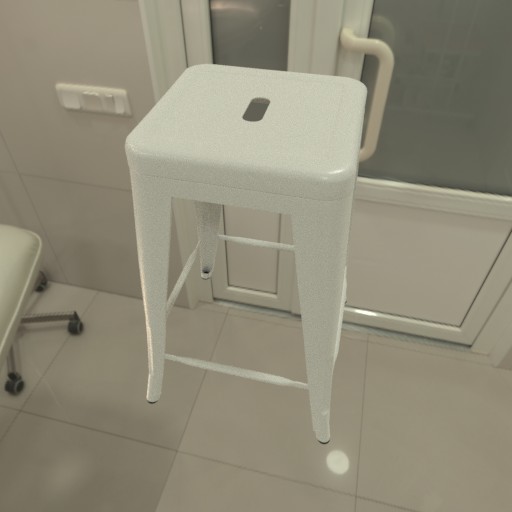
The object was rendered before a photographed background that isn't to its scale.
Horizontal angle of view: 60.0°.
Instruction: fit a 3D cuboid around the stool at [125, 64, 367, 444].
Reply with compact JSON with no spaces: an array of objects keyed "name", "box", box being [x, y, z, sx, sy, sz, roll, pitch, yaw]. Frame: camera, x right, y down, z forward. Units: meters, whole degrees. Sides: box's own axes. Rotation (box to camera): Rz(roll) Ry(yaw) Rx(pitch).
[{"name":"stool","box":[0.000,0.000,0.868,0.406,0.610,0.406,10,45,10]}]
